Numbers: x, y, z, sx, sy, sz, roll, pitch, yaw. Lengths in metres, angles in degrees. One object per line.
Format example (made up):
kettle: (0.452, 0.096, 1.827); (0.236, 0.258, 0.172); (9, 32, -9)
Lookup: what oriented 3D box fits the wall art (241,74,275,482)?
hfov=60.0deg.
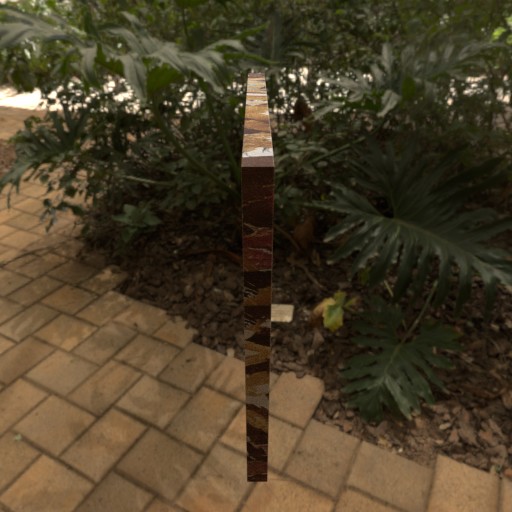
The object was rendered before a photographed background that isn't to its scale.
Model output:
wall art: (0.000, 0.000, 0.924); (0.041, 0.613, 0.609); (0, 32, 0)
